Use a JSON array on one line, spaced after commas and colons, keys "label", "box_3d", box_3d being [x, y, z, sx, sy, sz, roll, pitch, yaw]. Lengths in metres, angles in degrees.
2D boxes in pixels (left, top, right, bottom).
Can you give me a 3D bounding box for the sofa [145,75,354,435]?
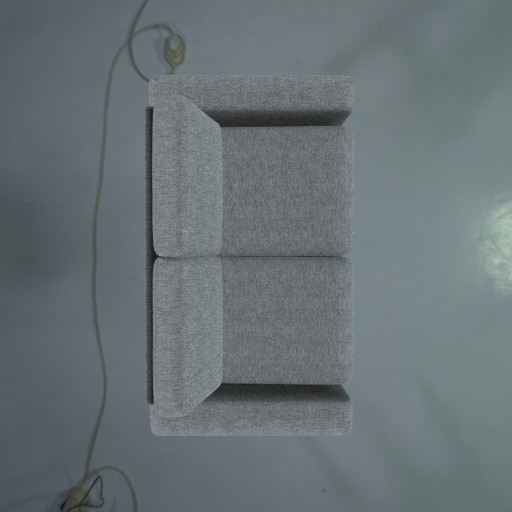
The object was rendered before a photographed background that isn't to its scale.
[{"label": "sofa", "box_3d": [0.000, 0.000, 2.003, 0.900, 0.800, 1.520, 0, 91, 0]}]
